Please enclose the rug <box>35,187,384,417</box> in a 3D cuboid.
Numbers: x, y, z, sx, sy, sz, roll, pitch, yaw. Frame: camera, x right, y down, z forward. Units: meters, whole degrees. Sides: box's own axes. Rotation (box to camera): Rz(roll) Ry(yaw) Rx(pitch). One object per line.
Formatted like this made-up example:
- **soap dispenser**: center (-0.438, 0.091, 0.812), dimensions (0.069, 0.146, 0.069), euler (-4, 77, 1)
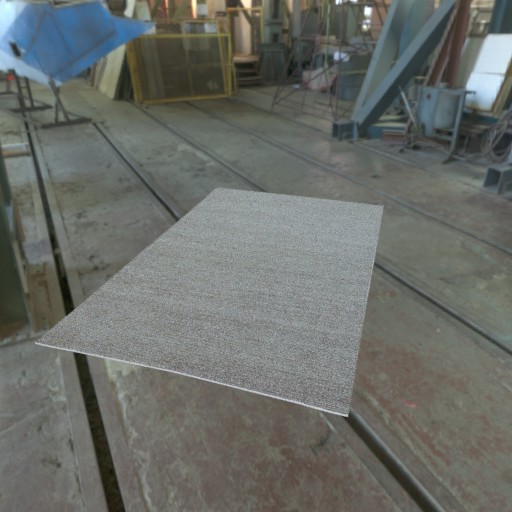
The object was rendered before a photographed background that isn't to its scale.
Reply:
- **rug**: center (0.000, 0.000, 2.241), dimensions (1.154, 0.021, 1.792), euler (9, 30, 16)
